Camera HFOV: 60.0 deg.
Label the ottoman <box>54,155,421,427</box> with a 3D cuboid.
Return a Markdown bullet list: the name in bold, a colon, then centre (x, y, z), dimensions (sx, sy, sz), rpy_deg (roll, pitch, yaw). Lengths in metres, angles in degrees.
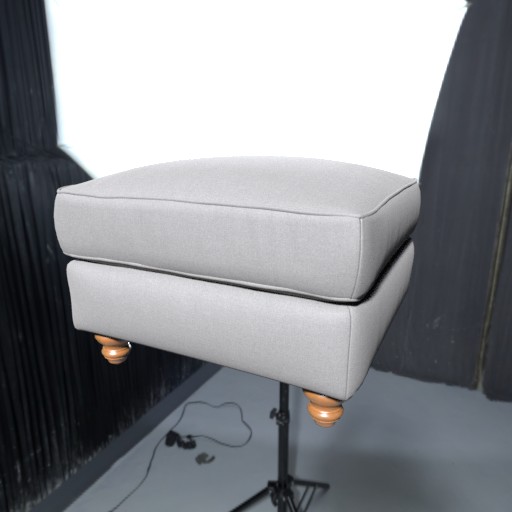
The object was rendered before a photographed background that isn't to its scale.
- **ottoman**: centre (0.000, 0.000, 1.146), dimensions (0.721, 0.505, 0.662), rpy_deg (8, 17, 26)
